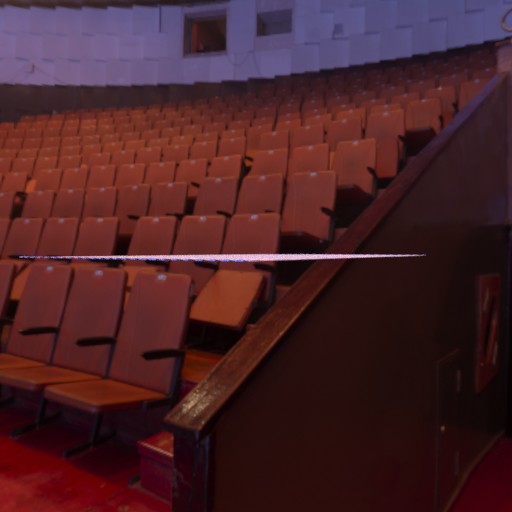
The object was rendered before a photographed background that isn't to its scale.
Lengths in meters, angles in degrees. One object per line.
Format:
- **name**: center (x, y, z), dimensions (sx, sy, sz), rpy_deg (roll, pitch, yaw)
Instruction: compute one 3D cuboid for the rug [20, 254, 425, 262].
- **rug**: center (0.000, 0.000, 2.900), dimensions (1.544, 0.010, 2.315), rpy_deg (1, 1, 36)
